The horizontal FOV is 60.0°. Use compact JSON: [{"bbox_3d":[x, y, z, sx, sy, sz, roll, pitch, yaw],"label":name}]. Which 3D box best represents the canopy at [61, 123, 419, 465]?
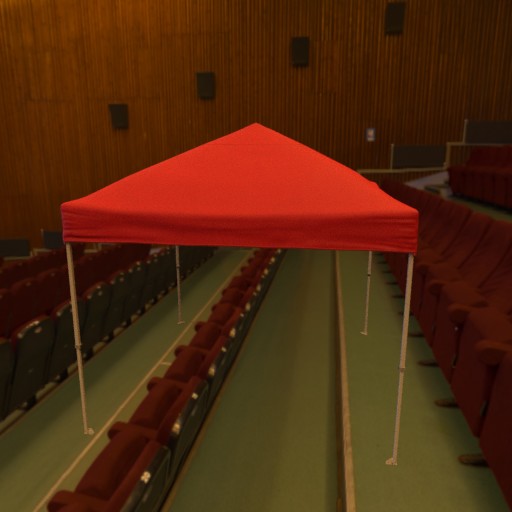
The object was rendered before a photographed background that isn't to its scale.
[{"bbox_3d":[0.000,0.000,5.201,2.998,2.997,2.996,2,14,8],"label":"canopy"}]
